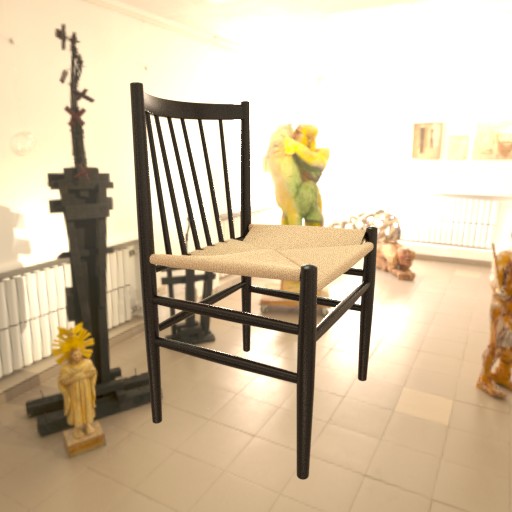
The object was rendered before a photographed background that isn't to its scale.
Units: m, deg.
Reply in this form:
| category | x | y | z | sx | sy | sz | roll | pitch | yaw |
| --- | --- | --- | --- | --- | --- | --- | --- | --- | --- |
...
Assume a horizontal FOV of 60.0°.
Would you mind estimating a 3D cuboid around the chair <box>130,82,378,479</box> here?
| category | x | y | z | sx | sy | sz | roll | pitch | yaw |
| --- | --- | --- | --- | --- | --- | --- | --- | --- | --- |
| chair | 0.000 | 0.000 | 1.155 | 0.516 | 0.818 | 0.495 | 8 | 16 | 28 |
